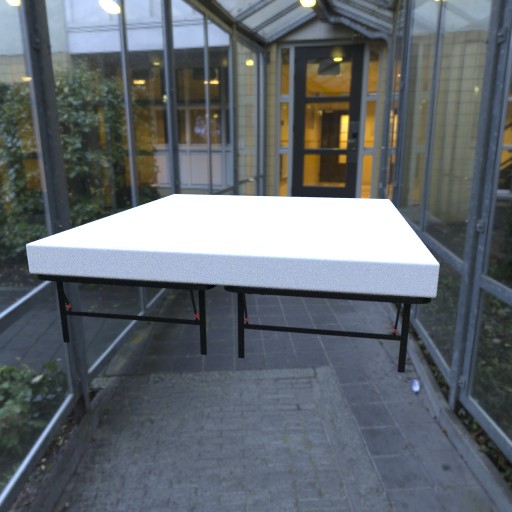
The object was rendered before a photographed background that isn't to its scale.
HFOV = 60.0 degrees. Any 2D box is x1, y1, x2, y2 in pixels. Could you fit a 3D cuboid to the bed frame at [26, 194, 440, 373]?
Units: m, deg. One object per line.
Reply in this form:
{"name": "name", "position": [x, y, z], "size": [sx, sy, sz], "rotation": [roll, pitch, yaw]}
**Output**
{"name": "bed frame", "position": [0.000, 0.000, 3.046], "size": [1.930, 0.559, 2.032], "rotation": [3, 15, 10]}
